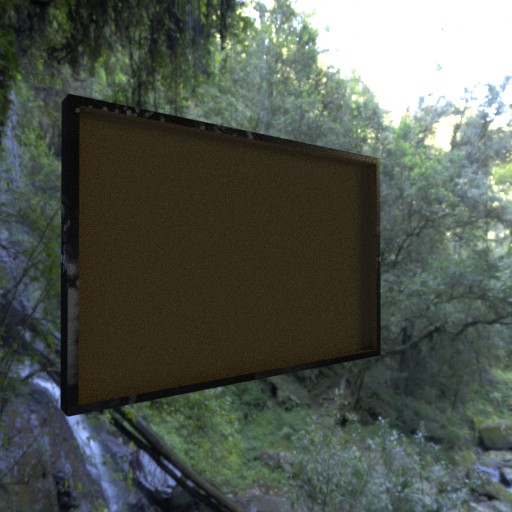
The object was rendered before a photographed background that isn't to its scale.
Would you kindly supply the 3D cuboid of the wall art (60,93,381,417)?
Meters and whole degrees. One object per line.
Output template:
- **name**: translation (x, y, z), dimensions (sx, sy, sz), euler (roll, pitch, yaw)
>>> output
- **wall art**: translation (0.000, 0.000, 0.747), dimensions (0.609, 0.406, 0.037), euler (0, -1, -36)
